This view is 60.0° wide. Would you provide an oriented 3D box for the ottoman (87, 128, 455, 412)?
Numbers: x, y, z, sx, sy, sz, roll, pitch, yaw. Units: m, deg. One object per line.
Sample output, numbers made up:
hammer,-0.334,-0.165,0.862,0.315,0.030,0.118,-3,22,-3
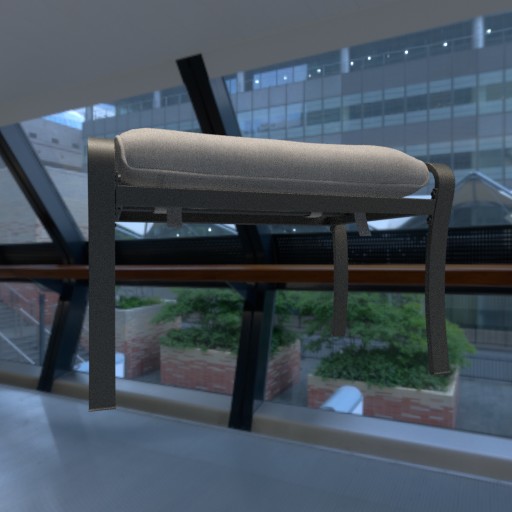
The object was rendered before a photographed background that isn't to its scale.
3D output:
ottoman,0.000,0.000,0.881,0.610,0.422,0.406,0,1,-18
